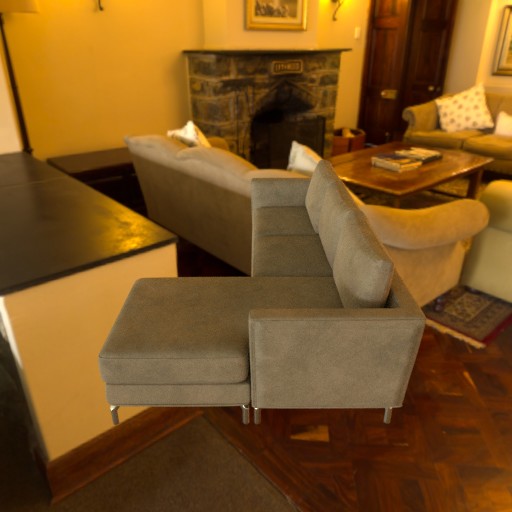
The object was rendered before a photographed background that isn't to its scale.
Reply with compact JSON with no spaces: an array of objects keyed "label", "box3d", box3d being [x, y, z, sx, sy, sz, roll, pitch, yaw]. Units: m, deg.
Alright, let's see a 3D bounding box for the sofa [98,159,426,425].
[{"label":"sofa","box3d":[0.000,0.000,3.299,1.622,0.987,2.438,0,26,0]}]
